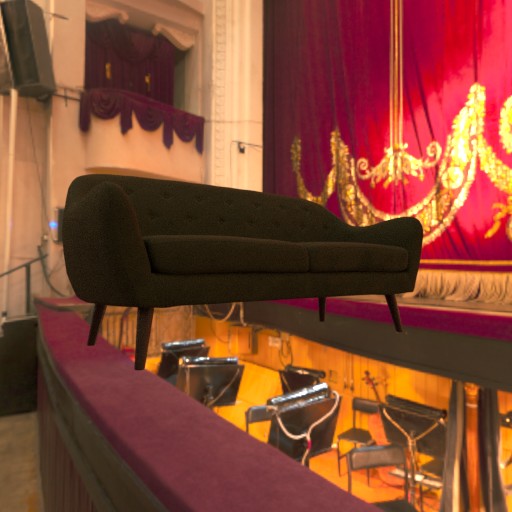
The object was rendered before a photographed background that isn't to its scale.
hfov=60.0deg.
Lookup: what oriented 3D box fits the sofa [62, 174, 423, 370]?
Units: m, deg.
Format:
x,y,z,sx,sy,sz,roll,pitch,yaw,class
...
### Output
x,y,z,sx,sy,sz,roll,pitch,yaw,class
0.000,0.000,2.293,1.840,0.836,0.820,1,-2,-37,sofa
